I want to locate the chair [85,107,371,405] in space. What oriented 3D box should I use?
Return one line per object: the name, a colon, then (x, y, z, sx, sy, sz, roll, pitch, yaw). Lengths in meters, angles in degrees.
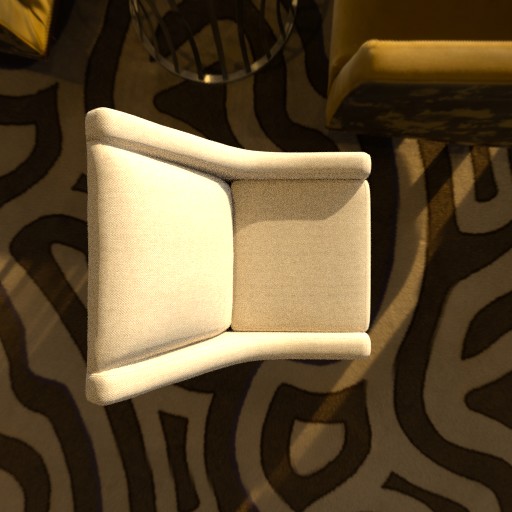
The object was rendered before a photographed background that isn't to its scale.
chair: (0.000, 0.000, 1.601, 0.870, 1.014, 0.774, 0, 90, 1)
